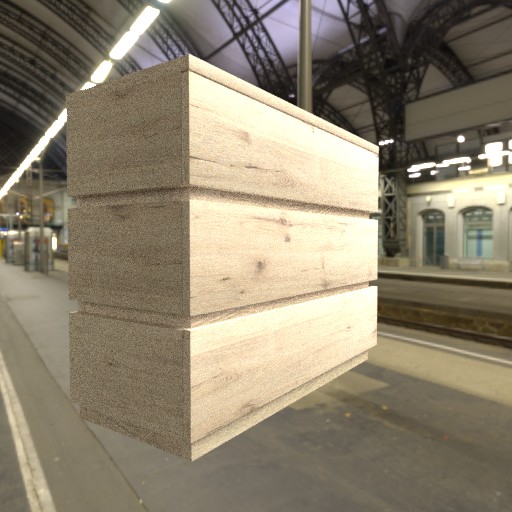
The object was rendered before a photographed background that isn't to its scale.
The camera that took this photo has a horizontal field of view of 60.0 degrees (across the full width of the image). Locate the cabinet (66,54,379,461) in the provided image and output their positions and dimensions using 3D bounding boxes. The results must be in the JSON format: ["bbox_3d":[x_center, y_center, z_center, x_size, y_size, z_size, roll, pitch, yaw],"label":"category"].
[{"bbox_3d":[0.000,0.000,1.416,0.420,0.820,1.040,1,2,35],"label":"cabinet"}]
